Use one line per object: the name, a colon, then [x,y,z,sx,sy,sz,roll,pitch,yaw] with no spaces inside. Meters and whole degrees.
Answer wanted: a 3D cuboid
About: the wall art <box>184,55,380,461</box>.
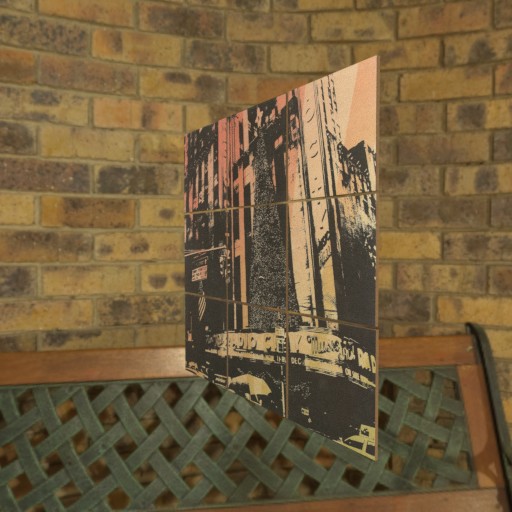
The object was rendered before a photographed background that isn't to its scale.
wall art: [0.000,0.000,1.369,0.010,0.917,0.919,-1,2,-37]
